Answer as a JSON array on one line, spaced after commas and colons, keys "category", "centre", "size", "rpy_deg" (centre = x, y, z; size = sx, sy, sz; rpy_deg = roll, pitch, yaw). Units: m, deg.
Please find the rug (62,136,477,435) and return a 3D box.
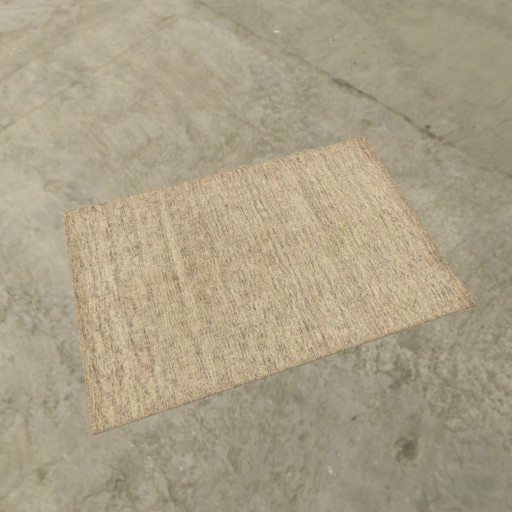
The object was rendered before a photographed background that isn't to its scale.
[{"category": "rug", "centre": [0.000, 0.000, 2.271], "size": [1.822, 0.018, 1.211], "rpy_deg": [-16, 60, -10]}]
